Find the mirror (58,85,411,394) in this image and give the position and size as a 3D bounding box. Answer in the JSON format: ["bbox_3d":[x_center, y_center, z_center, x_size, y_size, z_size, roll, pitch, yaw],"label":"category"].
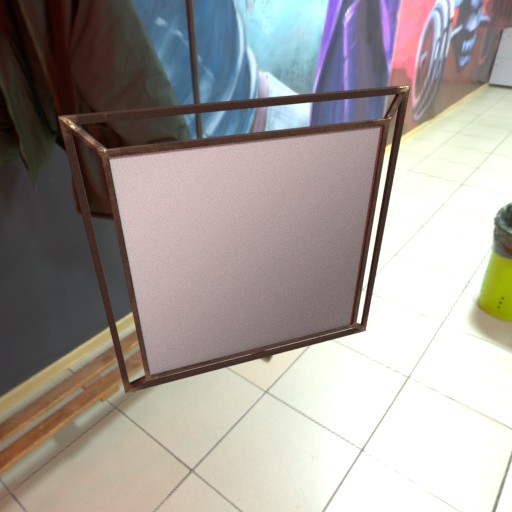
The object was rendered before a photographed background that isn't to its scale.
[{"bbox_3d":[0.000,0.000,0.896,0.610,0.610,0.032,-11,35,-16],"label":"mirror"}]
